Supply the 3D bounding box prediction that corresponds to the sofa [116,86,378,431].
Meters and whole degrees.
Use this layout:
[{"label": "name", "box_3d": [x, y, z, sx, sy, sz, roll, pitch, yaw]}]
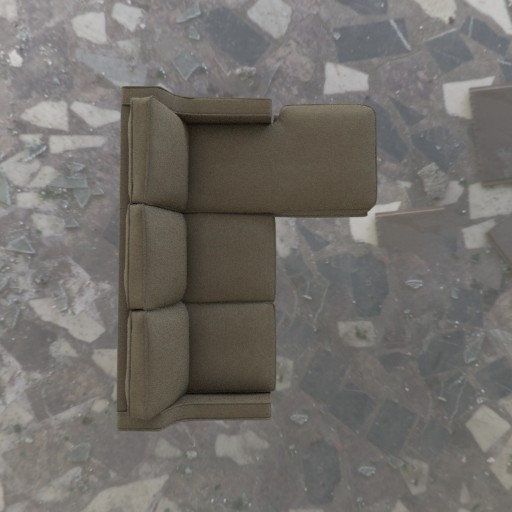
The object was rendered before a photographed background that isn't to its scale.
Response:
[{"label": "sofa", "box_3d": [0.000, 0.000, 3.298, 1.858, 1.081, 2.317, 0, 89, -1]}]
